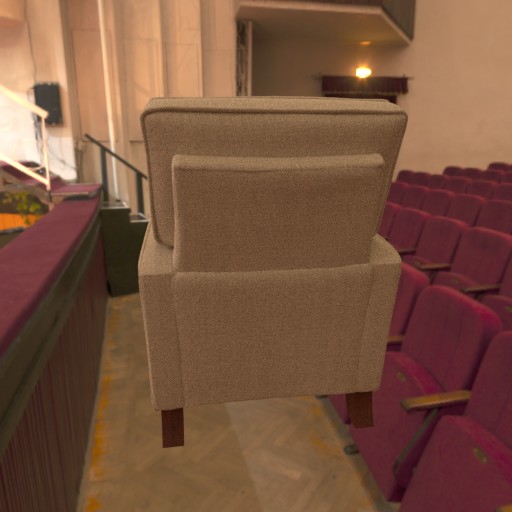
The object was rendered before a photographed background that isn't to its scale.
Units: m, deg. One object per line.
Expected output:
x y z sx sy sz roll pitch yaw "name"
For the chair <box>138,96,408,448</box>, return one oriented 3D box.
0.000 0.000 1.369 0.648 0.888 0.754 -2 15 -9 "chair"
